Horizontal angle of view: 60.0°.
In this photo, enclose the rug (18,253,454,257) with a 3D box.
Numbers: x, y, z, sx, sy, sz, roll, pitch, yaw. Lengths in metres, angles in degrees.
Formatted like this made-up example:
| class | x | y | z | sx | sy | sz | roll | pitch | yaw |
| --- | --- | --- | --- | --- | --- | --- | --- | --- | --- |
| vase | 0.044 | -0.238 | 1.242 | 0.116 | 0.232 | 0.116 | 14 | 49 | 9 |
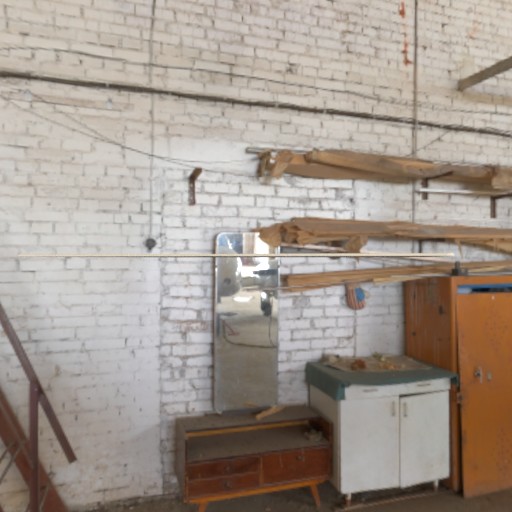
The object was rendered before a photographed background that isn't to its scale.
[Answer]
| class | x | y | z | sx | sy | sz | roll | pitch | yaw |
| --- | --- | --- | --- | --- | --- | --- | --- | --- | --- |
| rug | 0.000 | 0.000 | 4.046 | 3.051 | 0.020 | 2.407 | 0 | 0 | 17 |
